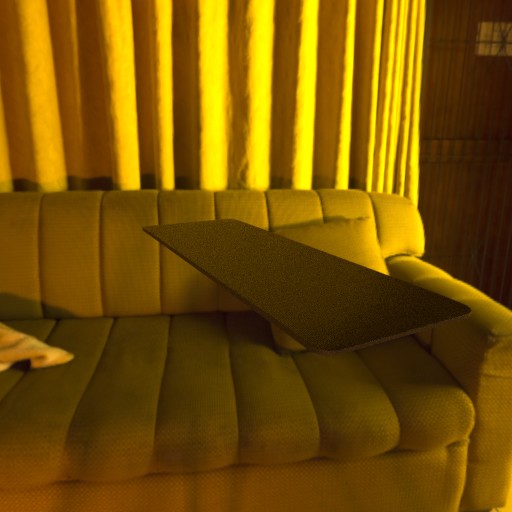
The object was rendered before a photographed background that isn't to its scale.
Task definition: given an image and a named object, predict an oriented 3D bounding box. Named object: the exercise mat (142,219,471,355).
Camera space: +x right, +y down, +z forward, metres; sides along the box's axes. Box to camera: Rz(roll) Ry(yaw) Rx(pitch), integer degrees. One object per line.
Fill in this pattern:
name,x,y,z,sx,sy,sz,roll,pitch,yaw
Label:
exercise mat,0.000,0.000,2.053,0.616,0.021,1.869,-8,17,-27
